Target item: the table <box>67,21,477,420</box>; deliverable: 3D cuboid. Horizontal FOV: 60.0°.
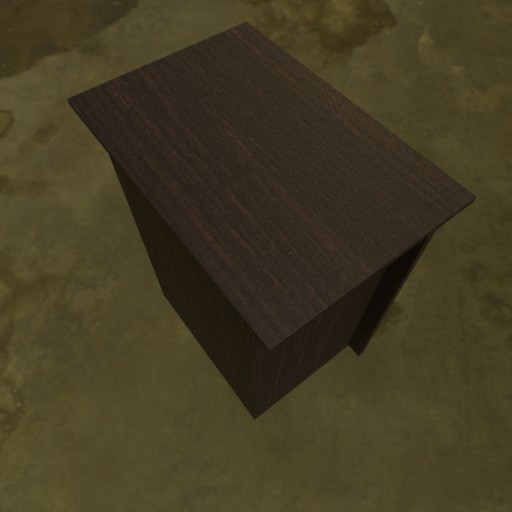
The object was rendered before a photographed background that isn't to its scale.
[{"bbox_3d":[0.000,0.000,1.040,0.406,0.711,0.591,-33,64,-19],"label":"table"}]
